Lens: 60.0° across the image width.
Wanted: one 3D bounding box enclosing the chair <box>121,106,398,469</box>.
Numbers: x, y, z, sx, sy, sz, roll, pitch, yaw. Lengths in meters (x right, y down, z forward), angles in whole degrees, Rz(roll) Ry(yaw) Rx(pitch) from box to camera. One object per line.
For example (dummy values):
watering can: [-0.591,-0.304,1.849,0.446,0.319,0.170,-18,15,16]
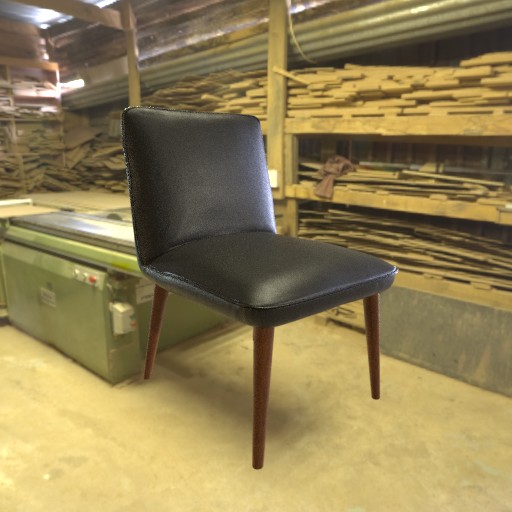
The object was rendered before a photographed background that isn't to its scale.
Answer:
chair: [0.000,0.000,1.222,0.543,0.801,0.645,-13,18,-43]
